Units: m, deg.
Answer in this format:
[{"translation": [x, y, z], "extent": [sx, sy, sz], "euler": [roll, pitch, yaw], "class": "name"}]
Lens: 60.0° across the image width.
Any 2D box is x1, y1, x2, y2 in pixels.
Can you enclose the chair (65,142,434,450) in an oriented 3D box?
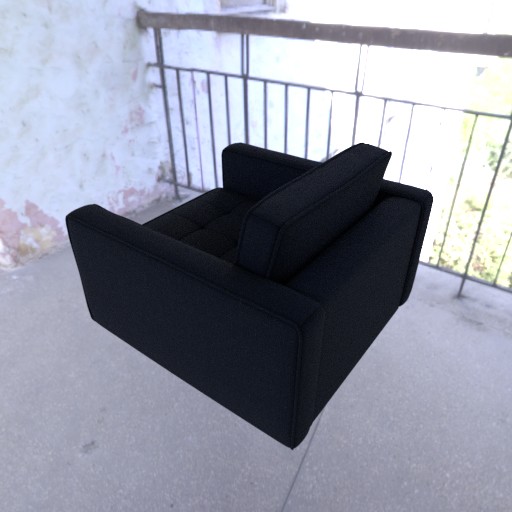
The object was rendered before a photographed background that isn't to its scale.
[{"translation": [0.000, 0.000, 1.590], "extent": [0.920, 0.770, 0.899], "euler": [22, 39, 30], "class": "chair"}]
